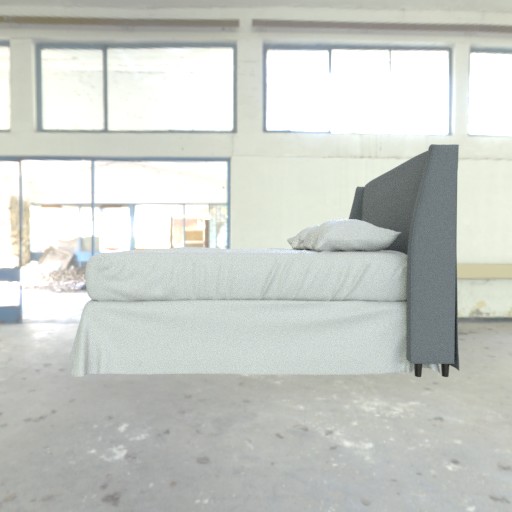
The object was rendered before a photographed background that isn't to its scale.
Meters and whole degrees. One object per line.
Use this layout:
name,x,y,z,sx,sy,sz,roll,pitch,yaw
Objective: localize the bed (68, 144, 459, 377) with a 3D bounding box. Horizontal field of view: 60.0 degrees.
bed,0.000,0.000,3.408,2.276,1.332,1.925,0,1,0
